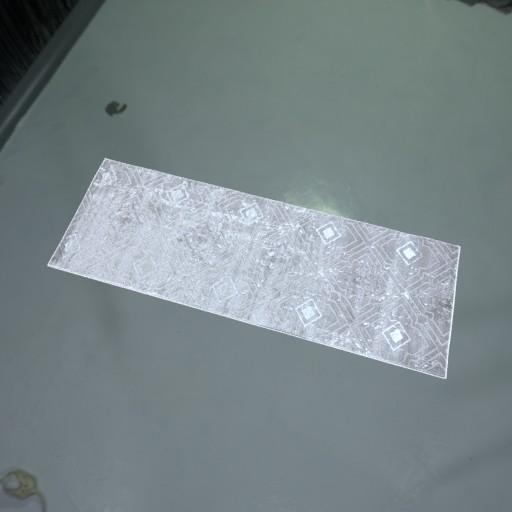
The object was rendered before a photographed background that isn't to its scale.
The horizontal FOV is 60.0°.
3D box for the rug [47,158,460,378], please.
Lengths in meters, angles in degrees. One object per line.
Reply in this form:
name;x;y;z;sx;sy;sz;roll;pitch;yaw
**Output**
rug;0.000;0.000;2.704;2.381;0.035;0.832;15;66;7
